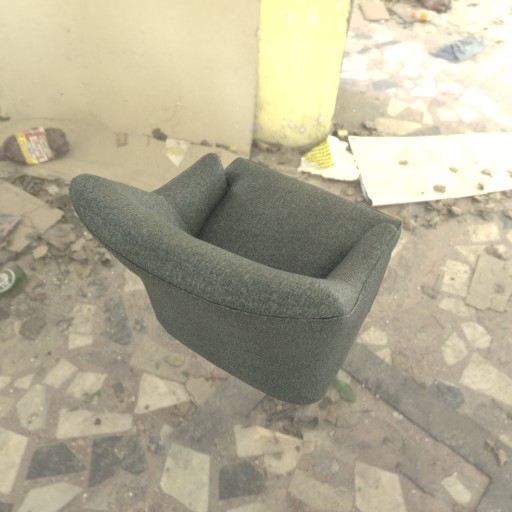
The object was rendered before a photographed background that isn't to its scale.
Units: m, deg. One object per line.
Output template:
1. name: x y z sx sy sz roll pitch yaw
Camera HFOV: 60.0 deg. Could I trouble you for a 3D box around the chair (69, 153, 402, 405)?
1. chair: 0.000 0.000 1.576 0.864 0.856 0.923 26 54 21
